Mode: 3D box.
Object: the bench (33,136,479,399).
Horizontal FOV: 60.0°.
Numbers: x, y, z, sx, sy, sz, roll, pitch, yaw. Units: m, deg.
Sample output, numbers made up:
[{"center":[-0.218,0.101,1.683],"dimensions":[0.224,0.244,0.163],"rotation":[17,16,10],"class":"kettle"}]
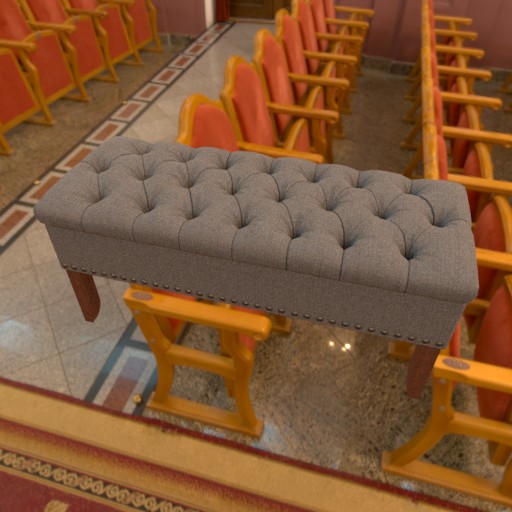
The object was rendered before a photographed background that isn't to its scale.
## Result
[{"center":[0.000,0.000,1.274],"dimensions":[1.052,0.470,0.417],"rotation":[11,42,12],"class":"bench"}]
